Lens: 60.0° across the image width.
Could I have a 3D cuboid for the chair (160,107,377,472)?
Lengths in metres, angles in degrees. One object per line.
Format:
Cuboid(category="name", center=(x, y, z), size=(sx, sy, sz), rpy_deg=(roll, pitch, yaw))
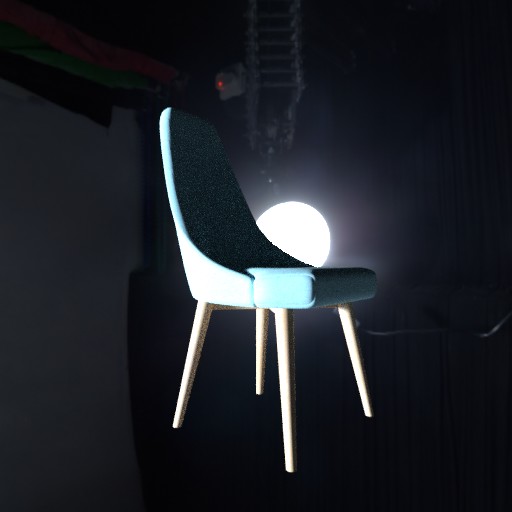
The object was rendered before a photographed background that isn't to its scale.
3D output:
Cuboid(category="chair", center=(0.000, 0.000, 1.421), size=(0.660, 1.040, 0.510), rpy_deg=(0, -1, 37))
